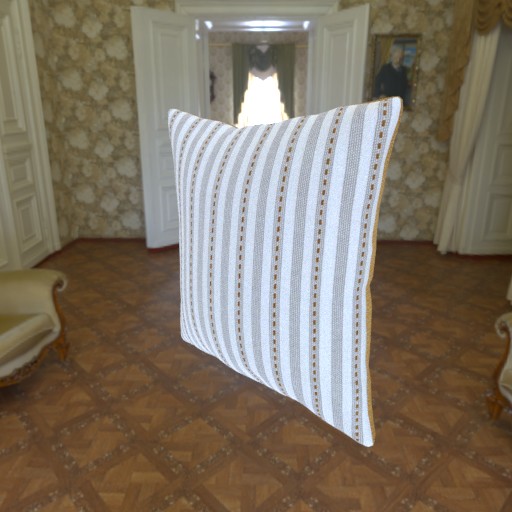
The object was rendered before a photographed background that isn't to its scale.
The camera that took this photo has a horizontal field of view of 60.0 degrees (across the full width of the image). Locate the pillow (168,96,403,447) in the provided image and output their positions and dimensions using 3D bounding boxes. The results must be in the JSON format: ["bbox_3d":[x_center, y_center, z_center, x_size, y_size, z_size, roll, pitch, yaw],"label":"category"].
[{"bbox_3d":[0.000,0.000,0.665,0.147,0.437,0.432,-16,23,-43],"label":"pillow"}]
